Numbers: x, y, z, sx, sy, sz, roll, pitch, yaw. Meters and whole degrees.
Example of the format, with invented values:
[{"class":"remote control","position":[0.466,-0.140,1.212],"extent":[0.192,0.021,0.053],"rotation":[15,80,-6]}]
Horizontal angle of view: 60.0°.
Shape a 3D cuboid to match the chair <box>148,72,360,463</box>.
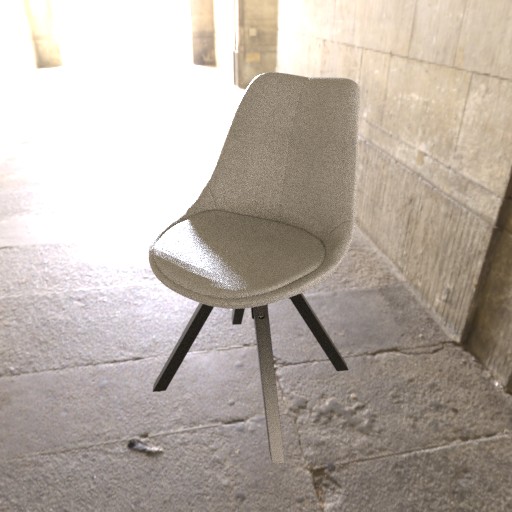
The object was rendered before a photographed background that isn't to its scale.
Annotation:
[{"class":"chair","position":[0.000,0.000,1.183],"extent":[0.485,0.850,0.550],"rotation":[18,34,29]}]
